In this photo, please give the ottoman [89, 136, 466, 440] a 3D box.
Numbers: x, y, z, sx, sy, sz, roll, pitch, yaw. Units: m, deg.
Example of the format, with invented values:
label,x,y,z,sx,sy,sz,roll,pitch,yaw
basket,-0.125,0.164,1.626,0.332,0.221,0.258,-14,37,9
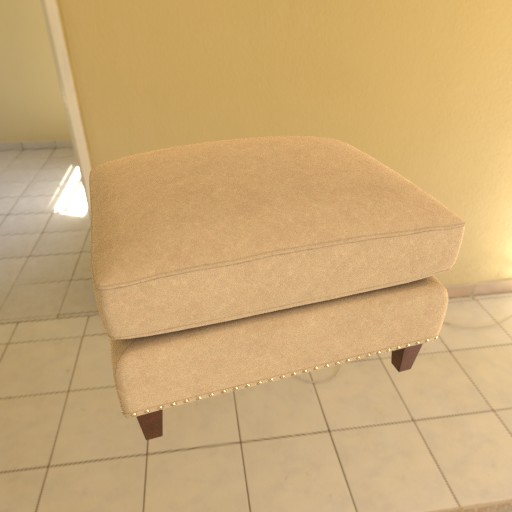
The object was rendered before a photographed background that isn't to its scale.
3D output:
label,x,y,z,sx,sy,sz,roll,pitch,yaw
ottoman,0.000,0.000,1.123,0.741,0.513,0.584,-10,33,-15
